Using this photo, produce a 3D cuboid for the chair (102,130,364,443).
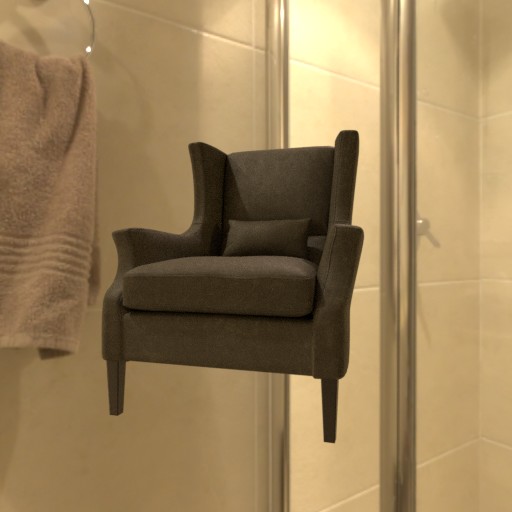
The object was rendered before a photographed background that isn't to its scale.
[{"bbox_3d":[0.000,0.000,1.723,0.853,1.016,0.926,0,0,17],"label":"chair"}]
